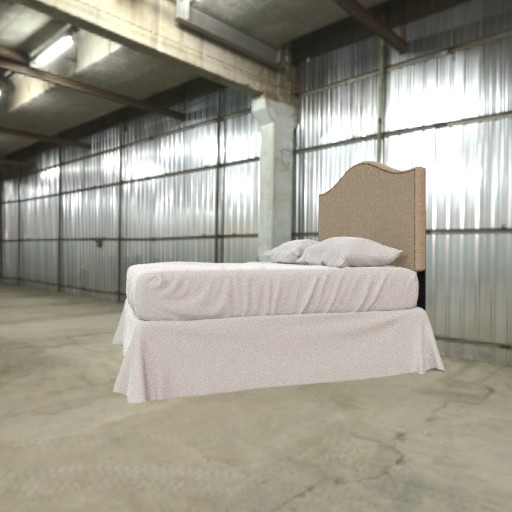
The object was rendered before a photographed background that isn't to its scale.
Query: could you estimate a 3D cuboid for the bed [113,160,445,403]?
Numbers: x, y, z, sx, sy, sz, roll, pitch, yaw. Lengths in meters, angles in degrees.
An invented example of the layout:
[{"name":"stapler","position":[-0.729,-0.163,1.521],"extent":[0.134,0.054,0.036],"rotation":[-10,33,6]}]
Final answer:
[{"name":"bed","position":[0.000,0.000,3.598],"extent":[2.221,1.645,1.876],"rotation":[0,0,-18]}]
